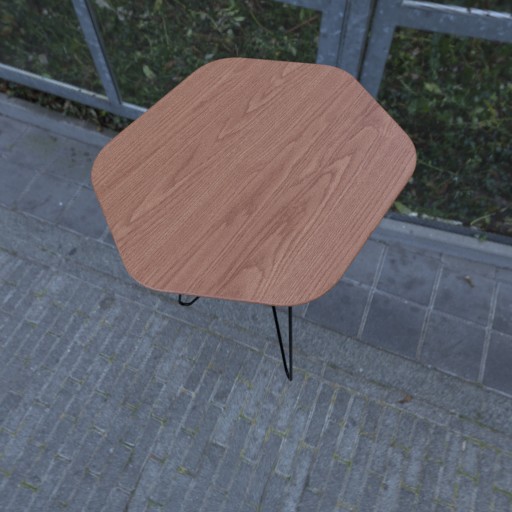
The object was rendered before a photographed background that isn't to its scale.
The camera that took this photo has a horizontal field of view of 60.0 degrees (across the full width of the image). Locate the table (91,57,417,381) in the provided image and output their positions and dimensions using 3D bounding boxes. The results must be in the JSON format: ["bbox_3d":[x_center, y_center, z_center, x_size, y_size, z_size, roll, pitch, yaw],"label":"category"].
[{"bbox_3d":[0.000,0.000,0.891,0.400,0.562,0.500,32,64,17],"label":"table"}]
